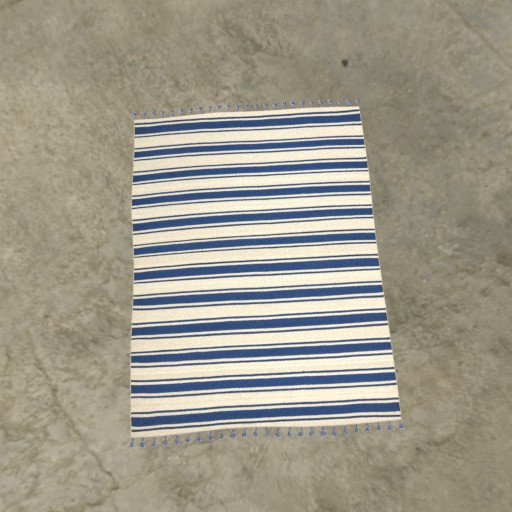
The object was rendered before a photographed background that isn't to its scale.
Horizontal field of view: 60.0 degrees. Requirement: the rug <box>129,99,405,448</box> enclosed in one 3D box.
[{"bbox_3d":[0.000,0.000,4.382,2.471,0.016,3.416,-3,76,-1],"label":"rug"}]
